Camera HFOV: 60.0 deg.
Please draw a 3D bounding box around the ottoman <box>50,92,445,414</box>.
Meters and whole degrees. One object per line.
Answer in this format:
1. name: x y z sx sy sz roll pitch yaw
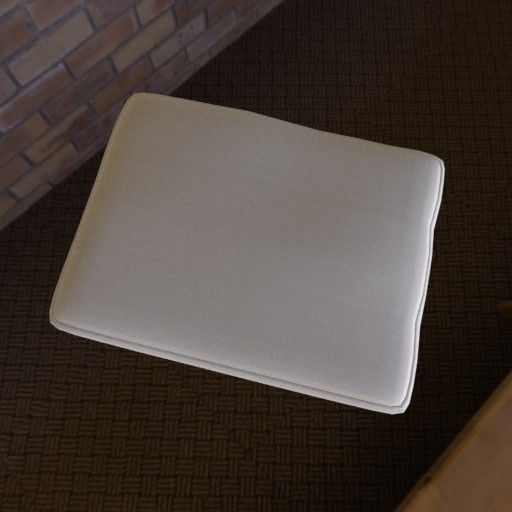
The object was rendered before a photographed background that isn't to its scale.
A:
1. ottoman: 0.000 0.000 1.209 0.818 0.496 0.634 13 76 3
